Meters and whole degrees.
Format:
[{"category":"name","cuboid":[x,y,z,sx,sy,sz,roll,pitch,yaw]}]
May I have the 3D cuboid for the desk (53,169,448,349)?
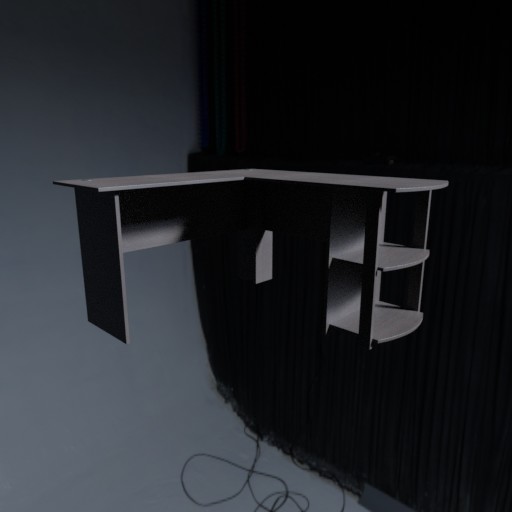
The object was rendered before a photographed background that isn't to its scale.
[{"category":"desk","cuboid":[0.000,0.000,2.131,1.361,0.716,1.303,14,20,43]}]
